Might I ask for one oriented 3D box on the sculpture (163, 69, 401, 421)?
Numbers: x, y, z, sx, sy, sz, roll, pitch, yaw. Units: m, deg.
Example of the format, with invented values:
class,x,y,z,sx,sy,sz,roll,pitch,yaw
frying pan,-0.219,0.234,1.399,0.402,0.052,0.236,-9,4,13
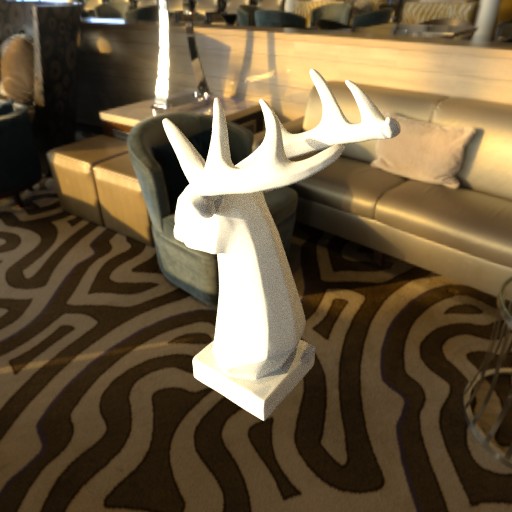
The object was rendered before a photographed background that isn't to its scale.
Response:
class,x,y,z,sx,sy,sz,roll,pitch,yaw
sculpture,0.000,0.000,0.441,0.224,0.329,0.174,22,38,31
